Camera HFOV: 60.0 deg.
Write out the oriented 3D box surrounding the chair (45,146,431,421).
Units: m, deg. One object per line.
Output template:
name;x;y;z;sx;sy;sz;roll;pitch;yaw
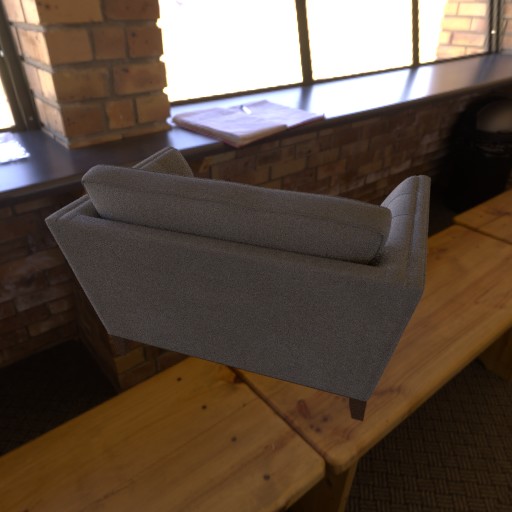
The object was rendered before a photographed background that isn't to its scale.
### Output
chair;0.000;0.000;2.043;1.396;0.942;0.965;10;32;17
